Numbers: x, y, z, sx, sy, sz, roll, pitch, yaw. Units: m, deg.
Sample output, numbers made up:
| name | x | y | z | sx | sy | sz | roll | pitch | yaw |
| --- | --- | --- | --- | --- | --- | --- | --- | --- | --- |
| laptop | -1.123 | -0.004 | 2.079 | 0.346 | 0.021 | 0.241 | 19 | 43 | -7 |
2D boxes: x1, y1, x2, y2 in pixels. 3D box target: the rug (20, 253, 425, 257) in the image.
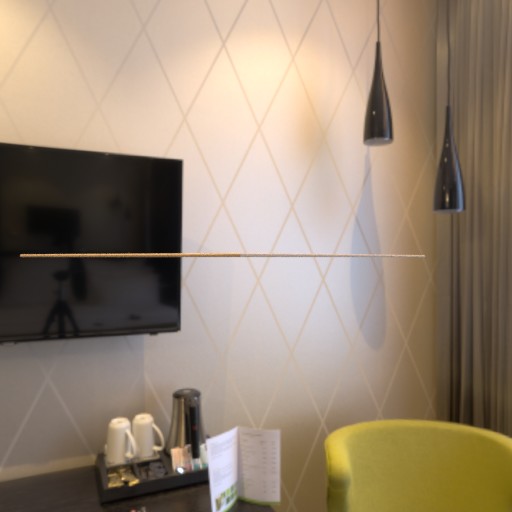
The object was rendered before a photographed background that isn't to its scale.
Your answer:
| name | x | y | z | sx | sy | sz | roll | pitch | yaw |
| --- | --- | --- | --- | --- | --- | --- | --- | --- | --- |
| rug | 0.000 | 0.000 | 2.867 | 1.526 | 0.014 | 2.290 | 0 | 0 | 36 |
